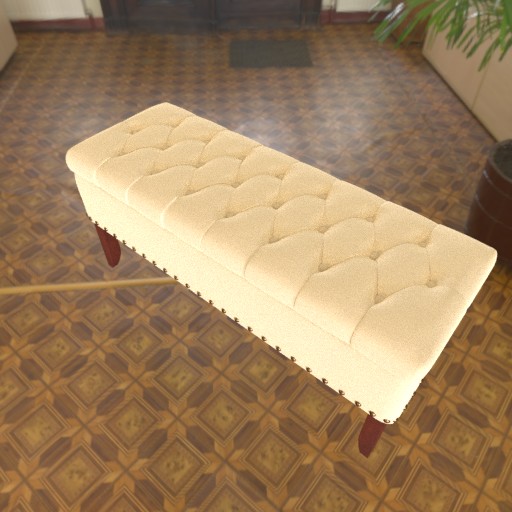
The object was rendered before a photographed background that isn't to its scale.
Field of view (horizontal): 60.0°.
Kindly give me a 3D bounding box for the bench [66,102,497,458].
[{"bbox_3d":[0.000,0.000,1.230,1.054,0.470,0.400,31,53,26],"label":"bench"}]
